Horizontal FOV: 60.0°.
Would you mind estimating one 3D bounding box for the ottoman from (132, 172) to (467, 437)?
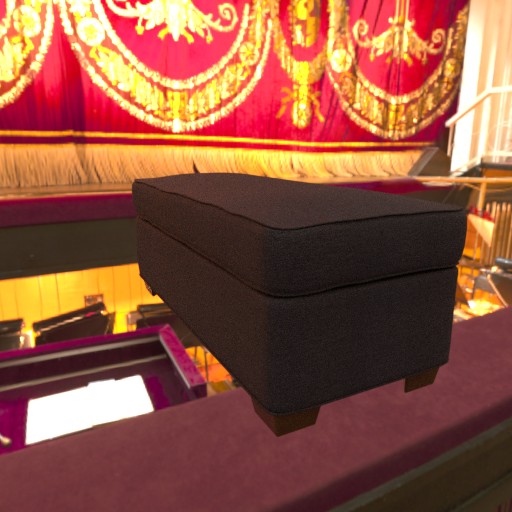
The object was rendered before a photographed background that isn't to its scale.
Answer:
[{"bbox_3d":[0.000,0.000,1.366,0.515,0.460,1.110,-7,16,-27],"label":"ottoman"}]
